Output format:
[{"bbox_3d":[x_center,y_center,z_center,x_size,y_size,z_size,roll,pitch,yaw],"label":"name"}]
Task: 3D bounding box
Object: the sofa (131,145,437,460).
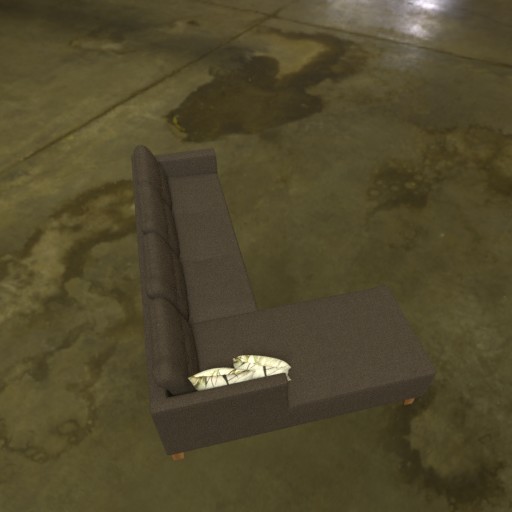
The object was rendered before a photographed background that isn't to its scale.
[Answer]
[{"bbox_3d":[0.000,0.000,3.656,1.829,0.932,2.679,-10,47,-9],"label":"sofa"}]
